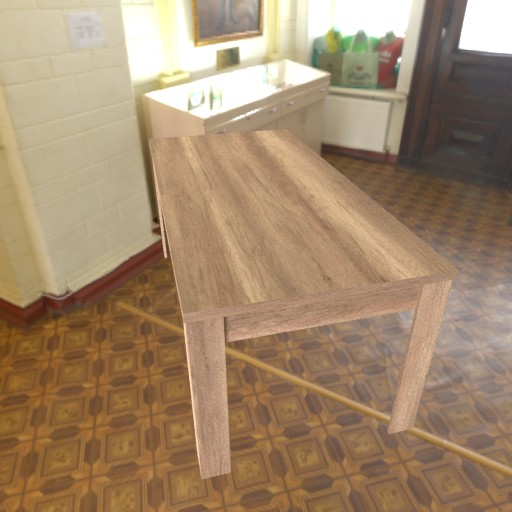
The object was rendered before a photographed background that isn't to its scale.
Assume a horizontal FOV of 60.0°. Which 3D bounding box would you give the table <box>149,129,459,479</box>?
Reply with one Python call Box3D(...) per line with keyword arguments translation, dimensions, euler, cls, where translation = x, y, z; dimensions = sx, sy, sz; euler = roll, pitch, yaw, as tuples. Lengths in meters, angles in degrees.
Box3D(translation=(0.000, 0.000, 2.300), dimensions=(0.900, 0.790, 1.800), euler=(-8, 32, -13), cls="table")
